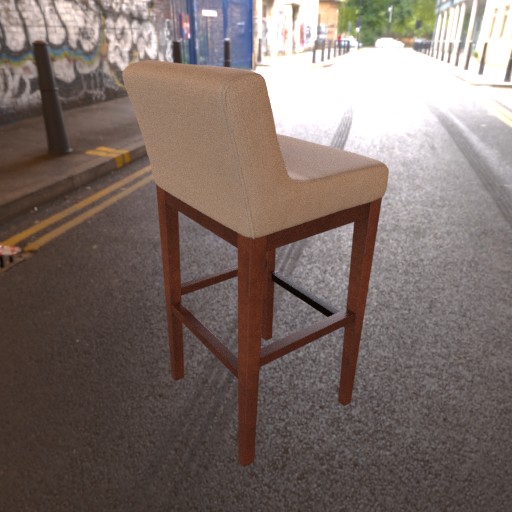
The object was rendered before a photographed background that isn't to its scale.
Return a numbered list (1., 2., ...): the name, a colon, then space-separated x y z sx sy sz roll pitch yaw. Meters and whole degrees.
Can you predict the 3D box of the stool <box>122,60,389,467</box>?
1. stool: 0.000 0.000 1.287 0.500 1.037 0.511 -18 31 -31
